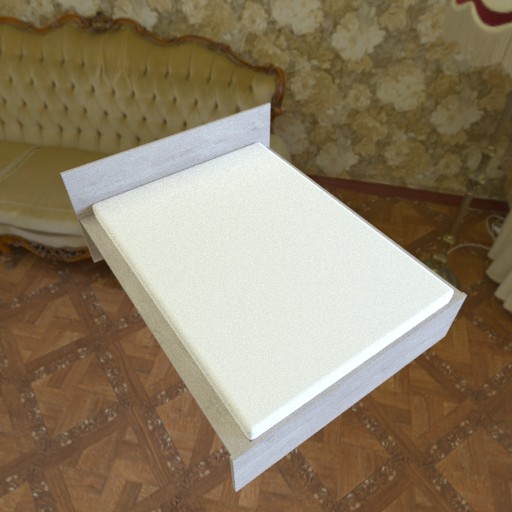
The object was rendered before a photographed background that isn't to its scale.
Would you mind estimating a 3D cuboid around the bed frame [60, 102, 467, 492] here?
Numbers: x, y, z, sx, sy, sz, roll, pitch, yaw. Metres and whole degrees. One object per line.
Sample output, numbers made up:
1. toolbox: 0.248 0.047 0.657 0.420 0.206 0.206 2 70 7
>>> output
1. bed frame: 0.000 0.000 2.826 1.622 0.800 1.960 -27 51 -24
